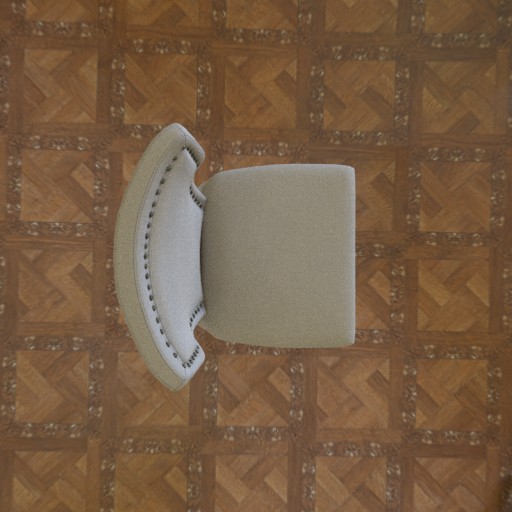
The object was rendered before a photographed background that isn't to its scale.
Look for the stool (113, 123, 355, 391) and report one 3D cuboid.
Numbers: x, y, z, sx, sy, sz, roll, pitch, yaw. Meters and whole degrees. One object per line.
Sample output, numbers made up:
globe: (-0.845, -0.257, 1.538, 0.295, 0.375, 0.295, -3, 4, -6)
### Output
stool: (0.000, 0.000, 1.337, 0.563, 0.982, 0.527, 0, 90, 0)
